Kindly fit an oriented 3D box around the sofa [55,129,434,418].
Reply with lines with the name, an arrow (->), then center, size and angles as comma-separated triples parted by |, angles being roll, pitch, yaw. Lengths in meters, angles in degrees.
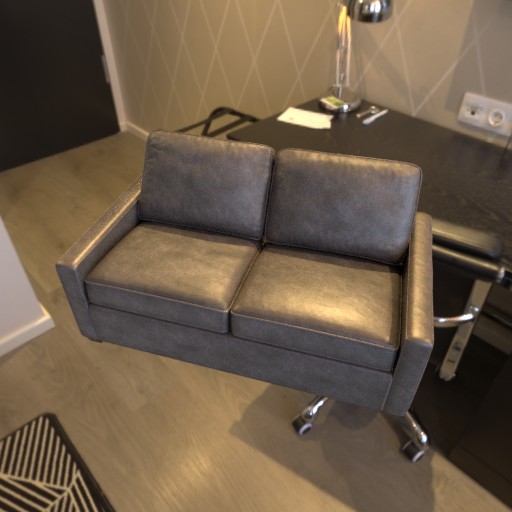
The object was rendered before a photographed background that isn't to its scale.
sofa -> 0.000, 0.000, 2.306 | 1.732, 0.916, 0.939 | 11, 41, 12
